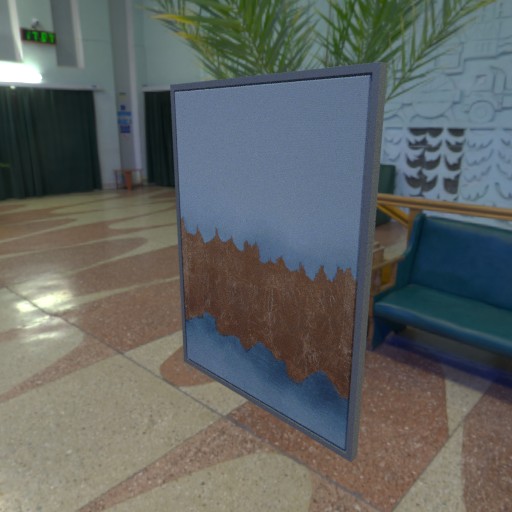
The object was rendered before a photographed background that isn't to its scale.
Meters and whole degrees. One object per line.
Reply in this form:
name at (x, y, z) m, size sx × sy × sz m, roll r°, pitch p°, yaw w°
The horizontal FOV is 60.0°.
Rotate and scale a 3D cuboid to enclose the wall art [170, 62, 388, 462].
wall art at (0.000, 0.000, 1.380) m, size 0.789 × 1.042 × 0.034 m, roll 16°, pitch 23°, yaw 43°
